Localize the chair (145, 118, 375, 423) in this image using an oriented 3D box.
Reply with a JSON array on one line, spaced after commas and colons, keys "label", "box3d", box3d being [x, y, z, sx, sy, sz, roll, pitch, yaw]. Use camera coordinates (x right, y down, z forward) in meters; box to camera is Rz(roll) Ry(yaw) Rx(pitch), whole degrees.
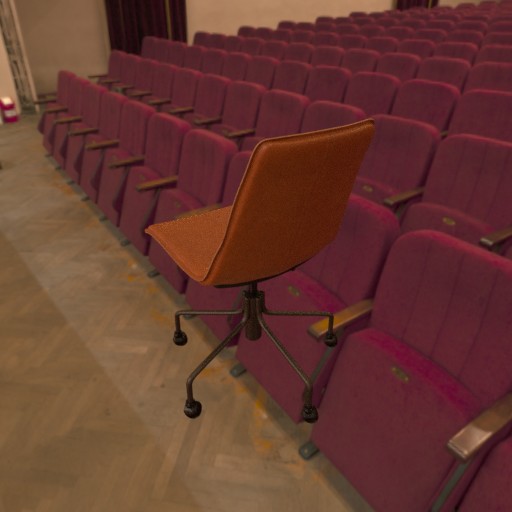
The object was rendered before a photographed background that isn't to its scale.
[{"label": "chair", "box3d": [0.000, 0.000, 1.395, 0.651, 0.920, 0.660, -19, 35, -29]}]
